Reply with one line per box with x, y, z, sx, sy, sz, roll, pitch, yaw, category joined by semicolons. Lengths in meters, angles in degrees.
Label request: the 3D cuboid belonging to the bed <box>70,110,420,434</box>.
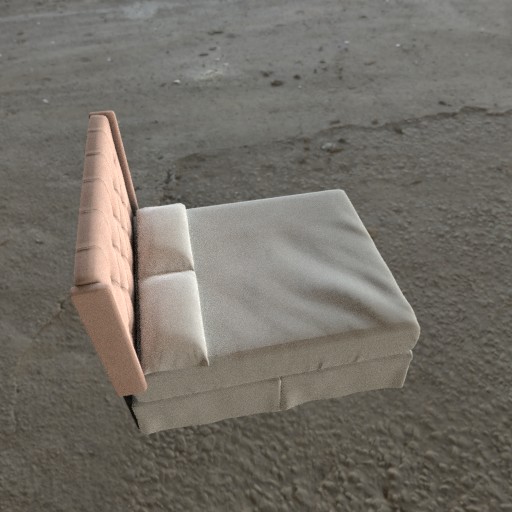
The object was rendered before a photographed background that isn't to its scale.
0.000;0.000;3.280;2.066;1.665;1.719;-9;47;-8;bed
